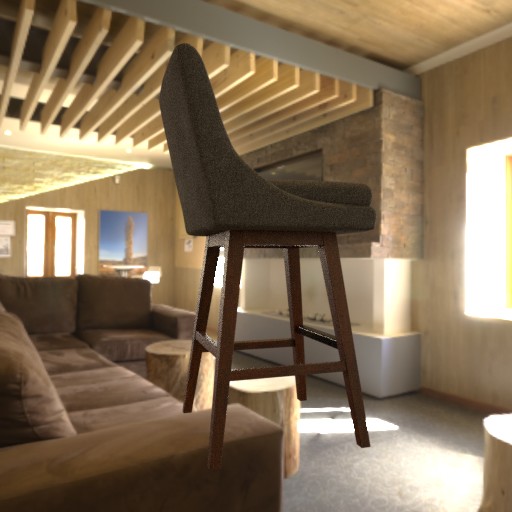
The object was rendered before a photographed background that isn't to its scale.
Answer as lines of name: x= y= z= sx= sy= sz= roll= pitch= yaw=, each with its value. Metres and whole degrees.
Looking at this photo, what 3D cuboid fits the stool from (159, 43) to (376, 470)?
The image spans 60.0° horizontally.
stool: x=0.000 y=0.000 z=1.373 sx=0.572 sy=1.068 sz=0.489 roll=0 pitch=0 yaw=-18
